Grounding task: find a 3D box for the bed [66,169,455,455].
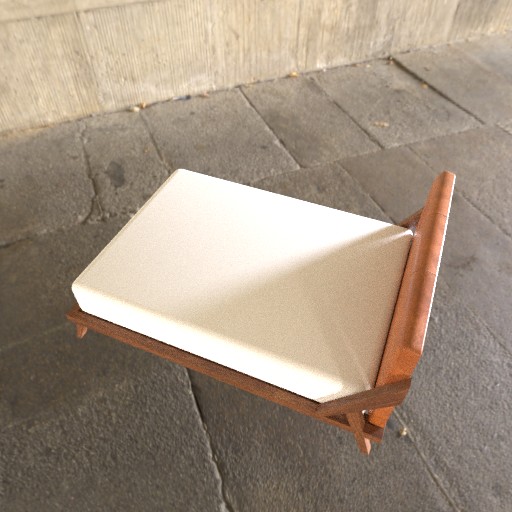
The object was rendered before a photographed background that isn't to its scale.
[{"bbox_3d":[0.000,0.000,3.224,2.311,1.168,1.651,17,49,15],"label":"bed"}]
